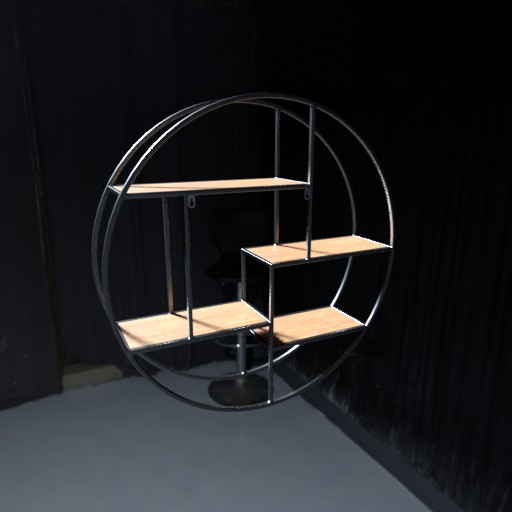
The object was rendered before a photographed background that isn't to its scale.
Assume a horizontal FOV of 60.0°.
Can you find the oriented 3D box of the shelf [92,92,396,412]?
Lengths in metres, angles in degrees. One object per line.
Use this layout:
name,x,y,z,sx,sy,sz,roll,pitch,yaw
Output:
shelf,0.000,0.000,1.303,0.888,0.888,0.202,-7,17,-25
